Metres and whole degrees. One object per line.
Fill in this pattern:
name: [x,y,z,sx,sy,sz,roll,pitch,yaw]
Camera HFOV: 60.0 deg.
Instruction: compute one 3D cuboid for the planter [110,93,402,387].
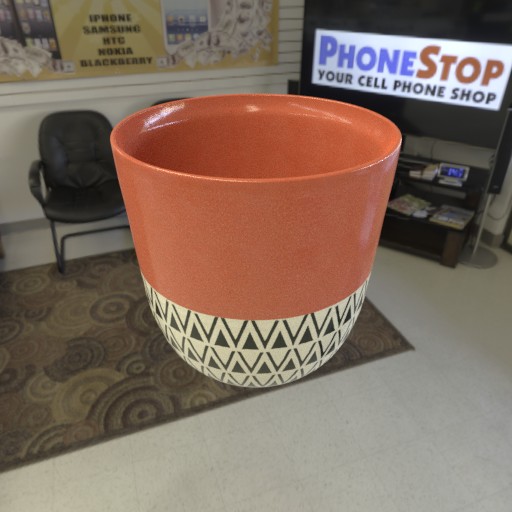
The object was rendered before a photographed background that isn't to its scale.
planter: [0.000,0.000,0.364,0.195,0.214,0.195,0,32,0]
